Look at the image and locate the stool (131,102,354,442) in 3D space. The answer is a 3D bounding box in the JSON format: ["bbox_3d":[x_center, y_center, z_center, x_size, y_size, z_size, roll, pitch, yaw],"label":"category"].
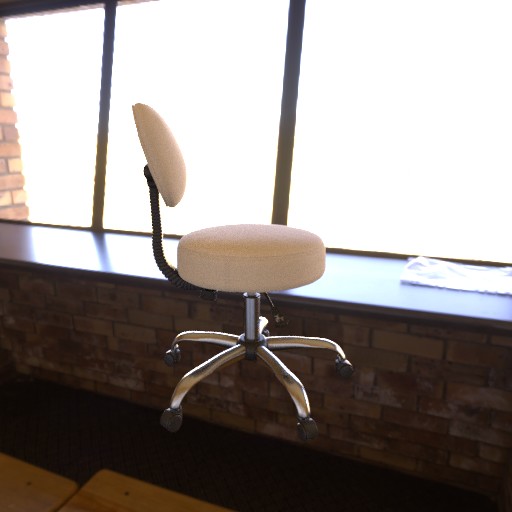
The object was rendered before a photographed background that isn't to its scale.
[{"bbox_3d":[0.000,0.000,1.255,0.616,0.810,0.609,-2,14,-10],"label":"stool"}]
